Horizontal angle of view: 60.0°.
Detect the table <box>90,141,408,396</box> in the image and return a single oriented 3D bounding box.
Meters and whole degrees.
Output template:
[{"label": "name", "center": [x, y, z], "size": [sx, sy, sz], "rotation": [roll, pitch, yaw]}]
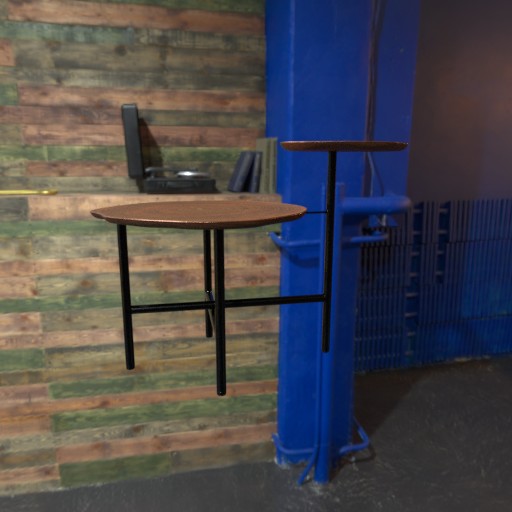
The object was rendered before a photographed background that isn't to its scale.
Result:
[{"label": "table", "center": [0.000, 0.000, 1.085], "size": [0.759, 0.538, 0.442], "rotation": [-2, 12, -10]}]
